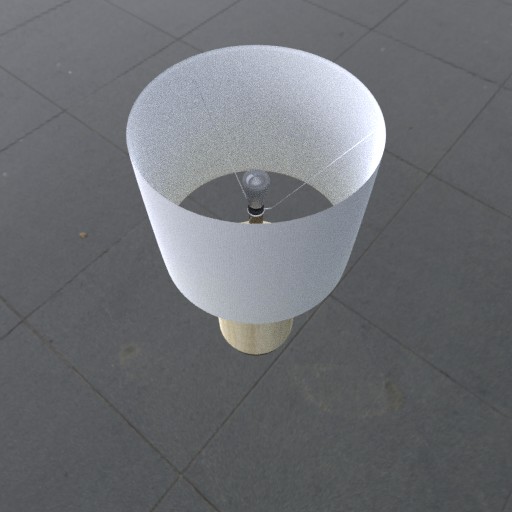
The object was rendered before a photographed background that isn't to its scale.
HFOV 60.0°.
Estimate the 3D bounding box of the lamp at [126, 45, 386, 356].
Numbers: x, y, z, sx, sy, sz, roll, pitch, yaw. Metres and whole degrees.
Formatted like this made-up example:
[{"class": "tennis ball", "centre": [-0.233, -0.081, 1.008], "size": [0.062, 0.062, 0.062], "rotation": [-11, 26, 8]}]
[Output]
[{"class": "lamp", "centre": [0.000, 0.000, 0.577], "size": [0.228, 0.444, 0.228], "rotation": [-31, 63, -18]}]
